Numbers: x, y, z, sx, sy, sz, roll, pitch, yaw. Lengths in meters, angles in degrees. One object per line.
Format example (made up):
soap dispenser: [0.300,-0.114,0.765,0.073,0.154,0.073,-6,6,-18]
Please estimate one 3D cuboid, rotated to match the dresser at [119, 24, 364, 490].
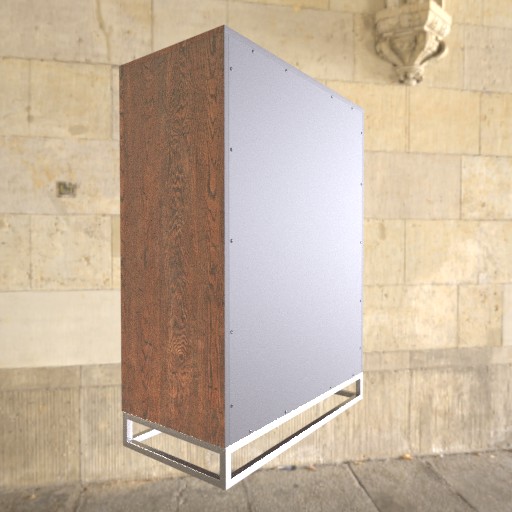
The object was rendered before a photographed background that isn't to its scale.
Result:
dresser: [0.000,0.000,1.790,0.508,1.321,0.965,1,2,37]
